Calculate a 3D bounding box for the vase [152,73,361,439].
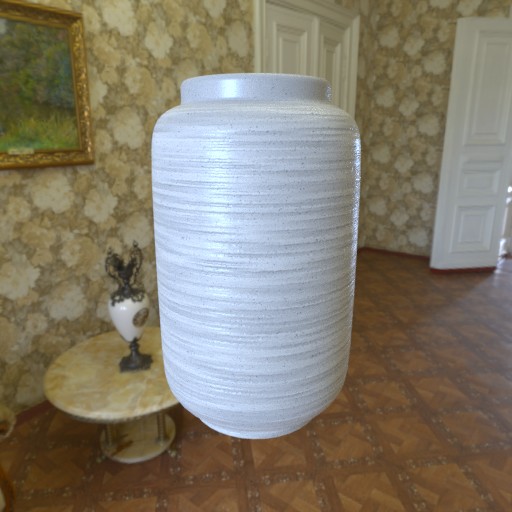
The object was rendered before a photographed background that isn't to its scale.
[{"bbox_3d":[0.000,0.000,0.458,0.202,0.335,0.202,0,15,0],"label":"vase"}]
